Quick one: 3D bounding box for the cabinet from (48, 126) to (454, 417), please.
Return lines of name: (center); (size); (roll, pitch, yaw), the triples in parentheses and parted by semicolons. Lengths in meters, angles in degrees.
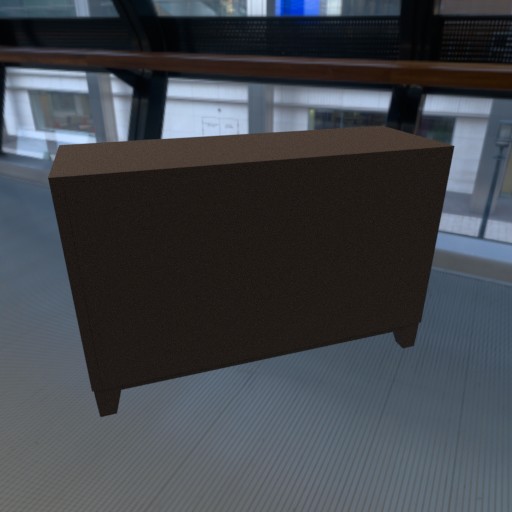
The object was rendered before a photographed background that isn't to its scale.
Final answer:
cabinet: (0.000, 0.000, 1.852); (1.396, 0.914, 0.482); (-8, 27, -17)
